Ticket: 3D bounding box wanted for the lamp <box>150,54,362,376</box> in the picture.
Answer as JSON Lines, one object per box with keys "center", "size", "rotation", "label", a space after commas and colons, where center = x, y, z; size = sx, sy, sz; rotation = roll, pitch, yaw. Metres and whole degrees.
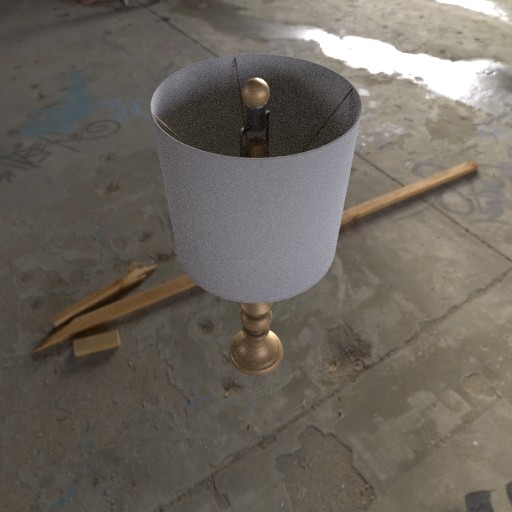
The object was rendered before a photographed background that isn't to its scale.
{"center": [0.000, 0.000, 0.730], "size": [0.250, 0.597, 0.250], "rotation": [-10, 48, -9], "label": "lamp"}
